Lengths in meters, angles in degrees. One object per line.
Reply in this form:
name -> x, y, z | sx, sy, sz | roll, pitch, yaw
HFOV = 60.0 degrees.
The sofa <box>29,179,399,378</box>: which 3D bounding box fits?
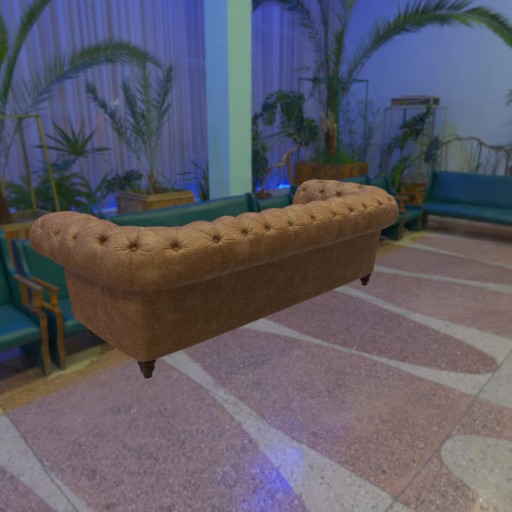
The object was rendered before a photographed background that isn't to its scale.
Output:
sofa -> 0.000, 0.000, 2.820 | 2.365, 0.760, 0.989 | -15, 22, -41
